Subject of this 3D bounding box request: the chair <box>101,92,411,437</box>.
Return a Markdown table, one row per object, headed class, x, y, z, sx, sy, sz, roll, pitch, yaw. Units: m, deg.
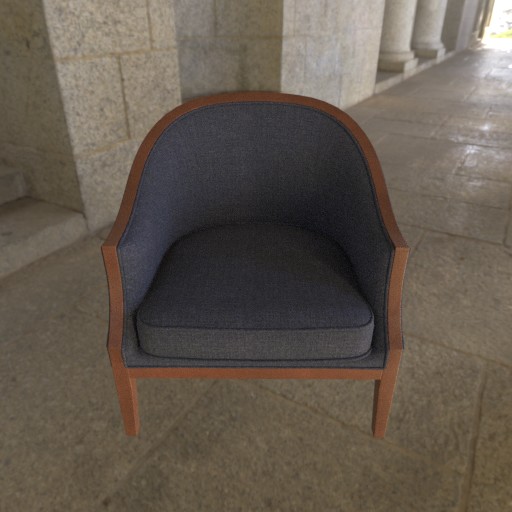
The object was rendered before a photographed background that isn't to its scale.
| class | x | y | z | sx | sy | sz | roll | pitch | yaw |
| --- | --- | --- | --- | --- | --- | --- | --- | --- | --- |
| chair | 0.000 | 0.000 | 1.406 | 0.803 | 0.876 | 0.735 | 0 | 29 | 0 |
